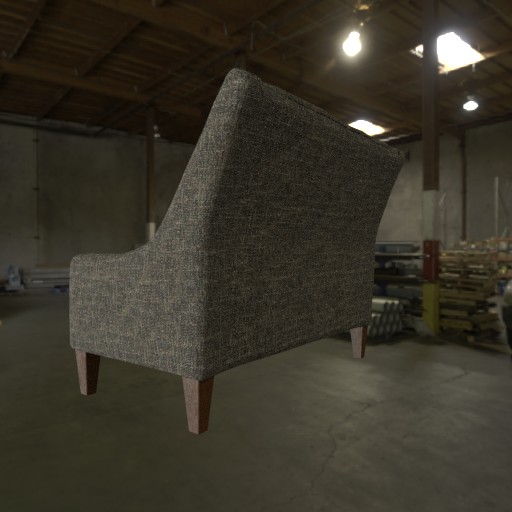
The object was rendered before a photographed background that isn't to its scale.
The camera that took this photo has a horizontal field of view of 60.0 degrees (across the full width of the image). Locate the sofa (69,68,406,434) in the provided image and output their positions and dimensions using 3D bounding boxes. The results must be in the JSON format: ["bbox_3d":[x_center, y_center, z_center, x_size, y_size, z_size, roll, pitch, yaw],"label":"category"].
[{"bbox_3d":[0.000,0.000,1.883,0.870,1.021,1.242,1,1,37],"label":"sofa"}]
